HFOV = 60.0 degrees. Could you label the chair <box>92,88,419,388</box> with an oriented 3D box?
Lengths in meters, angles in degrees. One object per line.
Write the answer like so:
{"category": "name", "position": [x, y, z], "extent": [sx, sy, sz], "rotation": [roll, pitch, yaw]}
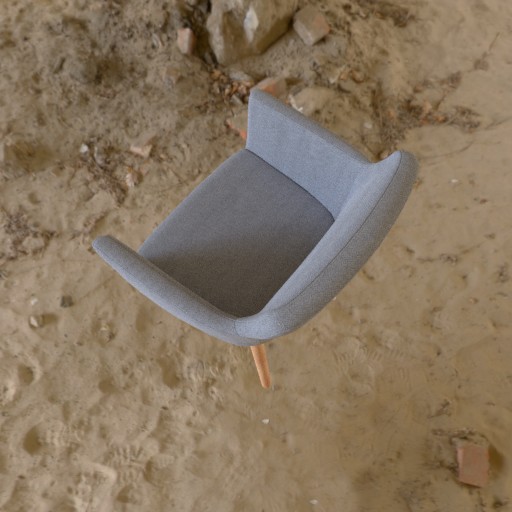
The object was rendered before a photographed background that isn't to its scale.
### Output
{"category": "chair", "position": [0.000, 0.000, 1.176], "extent": [0.540, 0.780, 0.570], "rotation": [35, 69, 16]}
